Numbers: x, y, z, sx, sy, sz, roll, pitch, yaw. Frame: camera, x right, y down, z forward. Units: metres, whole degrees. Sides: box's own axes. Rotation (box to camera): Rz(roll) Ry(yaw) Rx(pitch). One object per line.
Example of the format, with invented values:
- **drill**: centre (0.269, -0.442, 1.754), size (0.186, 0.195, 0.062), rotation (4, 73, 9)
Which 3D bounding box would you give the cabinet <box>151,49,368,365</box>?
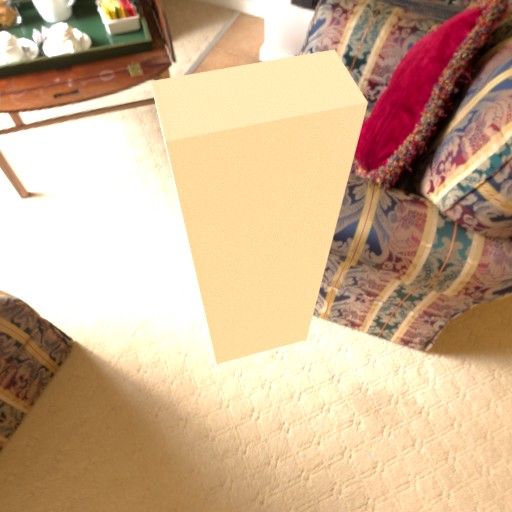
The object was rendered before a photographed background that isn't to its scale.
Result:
- **cabinet**: centre (0.000, 0.000, 1.844), size (0.520, 1.630, 0.255), rotation (-13, 59, -8)
